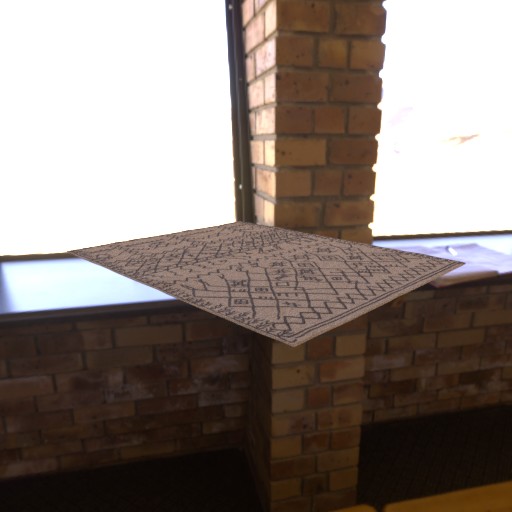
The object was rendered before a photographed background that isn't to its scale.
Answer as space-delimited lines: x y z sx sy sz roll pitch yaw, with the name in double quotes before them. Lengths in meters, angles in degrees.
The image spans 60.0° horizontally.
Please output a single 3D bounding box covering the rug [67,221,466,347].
"rug" 0.000 0.000 3.434 1.964 0.025 2.455 -14 20 -43
